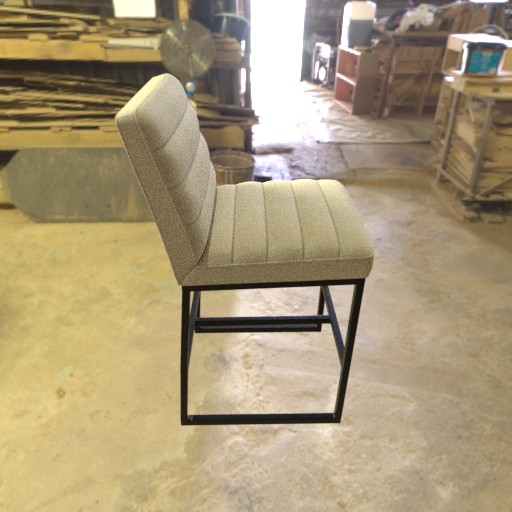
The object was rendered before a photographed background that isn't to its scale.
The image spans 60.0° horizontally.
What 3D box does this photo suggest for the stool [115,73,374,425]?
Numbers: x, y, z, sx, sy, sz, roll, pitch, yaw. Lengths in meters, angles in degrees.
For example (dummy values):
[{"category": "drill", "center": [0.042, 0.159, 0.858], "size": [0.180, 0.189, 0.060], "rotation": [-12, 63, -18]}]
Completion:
[{"category": "stool", "center": [0.000, 0.000, 1.290], "size": [0.560, 0.940, 0.460], "rotation": [-1, 32, -1]}]
